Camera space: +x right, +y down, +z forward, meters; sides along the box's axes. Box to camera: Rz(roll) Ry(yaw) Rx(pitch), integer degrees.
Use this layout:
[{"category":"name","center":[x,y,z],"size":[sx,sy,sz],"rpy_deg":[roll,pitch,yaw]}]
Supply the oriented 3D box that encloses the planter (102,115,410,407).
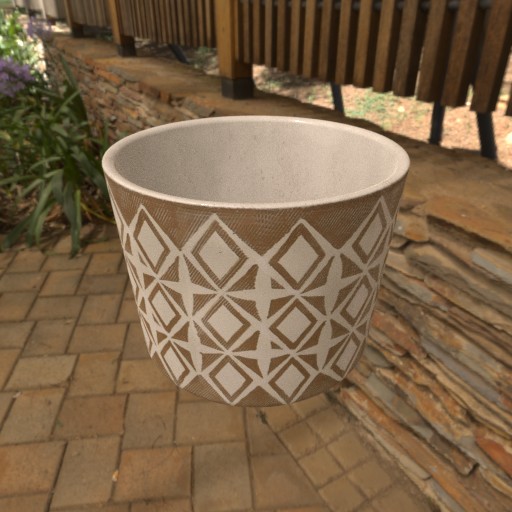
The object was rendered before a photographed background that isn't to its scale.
[{"category":"planter","center":[0.000,0.000,0.444],"size":[0.260,0.220,0.260],"rpy_deg":[0,30,0]}]
